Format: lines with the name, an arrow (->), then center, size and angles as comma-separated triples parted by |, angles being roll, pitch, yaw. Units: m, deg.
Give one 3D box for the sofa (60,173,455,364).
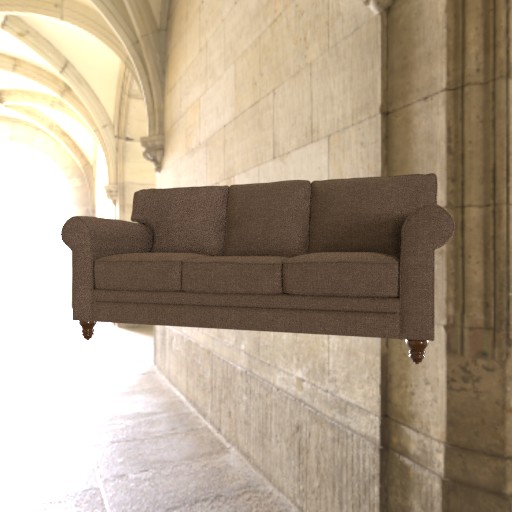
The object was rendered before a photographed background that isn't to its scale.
sofa -> 0.000, 0.000, 2.605 | 2.084, 0.961, 0.916 | 0, 0, 18
